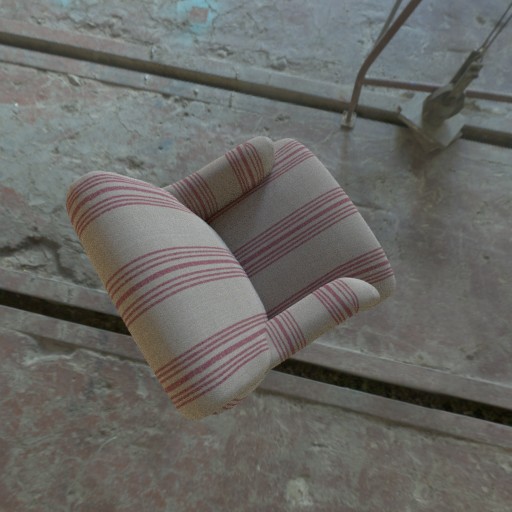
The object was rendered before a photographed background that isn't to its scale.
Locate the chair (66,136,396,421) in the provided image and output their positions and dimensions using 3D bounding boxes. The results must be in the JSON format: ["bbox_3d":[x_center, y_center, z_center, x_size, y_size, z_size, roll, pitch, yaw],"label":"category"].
[{"bbox_3d":[0.000,0.000,1.930,1.058,1.123,0.933,-32,79,-7],"label":"chair"}]
